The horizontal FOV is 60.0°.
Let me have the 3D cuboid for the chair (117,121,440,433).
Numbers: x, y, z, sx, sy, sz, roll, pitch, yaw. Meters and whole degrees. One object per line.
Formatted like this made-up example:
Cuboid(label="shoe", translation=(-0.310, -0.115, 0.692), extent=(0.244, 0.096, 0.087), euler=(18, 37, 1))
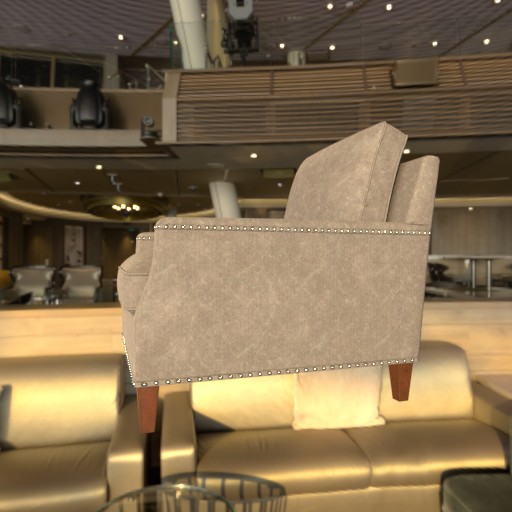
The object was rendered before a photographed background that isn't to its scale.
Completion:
Cuboid(label="chair", translation=(0.000, 0.000, 1.703), extent=(1.014, 0.948, 0.853), euler=(0, 0, -19))
